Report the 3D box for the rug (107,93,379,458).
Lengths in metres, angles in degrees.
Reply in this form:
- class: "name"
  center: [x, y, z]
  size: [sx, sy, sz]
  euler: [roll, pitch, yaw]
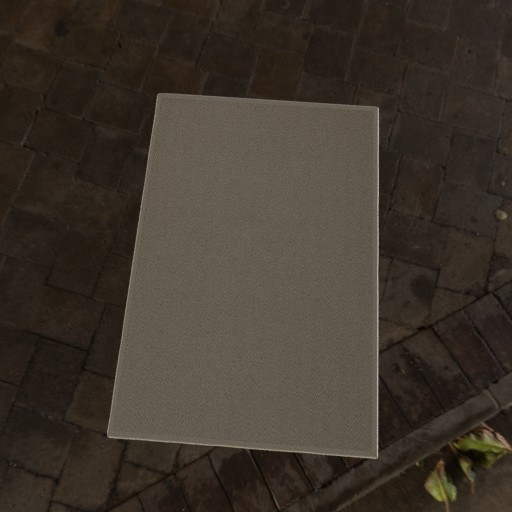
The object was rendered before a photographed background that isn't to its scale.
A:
- class: "rug"
  center: [0.000, 0.000, 2.782]
  size: [1.532, 0.017, 2.244]
  euler: [4, 75, 1]
